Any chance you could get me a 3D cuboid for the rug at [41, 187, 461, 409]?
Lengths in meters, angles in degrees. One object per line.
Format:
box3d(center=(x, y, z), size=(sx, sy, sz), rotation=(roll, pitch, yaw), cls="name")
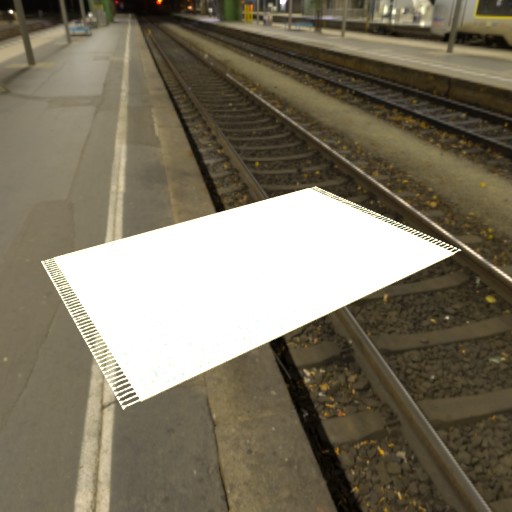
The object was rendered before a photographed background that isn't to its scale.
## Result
box3d(center=(0.000, 0.000, 3.028), size=(2.438, 0.010, 1.524), rotation=(-19, 35, -30), cls="rug")
